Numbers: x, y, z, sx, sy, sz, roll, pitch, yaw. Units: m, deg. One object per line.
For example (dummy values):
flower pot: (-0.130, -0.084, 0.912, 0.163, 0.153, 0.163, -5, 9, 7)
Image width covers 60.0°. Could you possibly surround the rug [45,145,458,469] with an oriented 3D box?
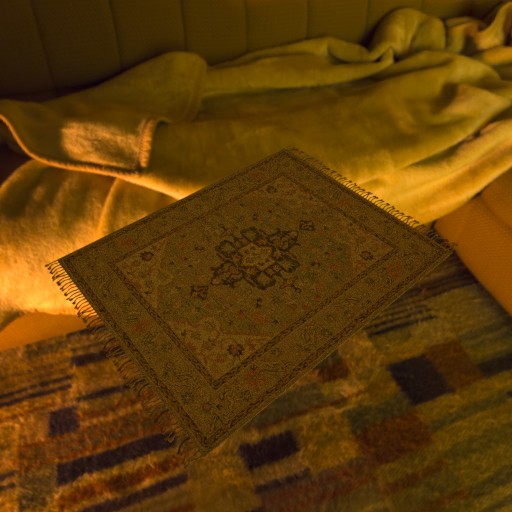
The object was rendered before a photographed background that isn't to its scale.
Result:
rug: (0.000, 0.000, 3.496, 2.651, 0.010, 1.971, -32, 54, -27)
